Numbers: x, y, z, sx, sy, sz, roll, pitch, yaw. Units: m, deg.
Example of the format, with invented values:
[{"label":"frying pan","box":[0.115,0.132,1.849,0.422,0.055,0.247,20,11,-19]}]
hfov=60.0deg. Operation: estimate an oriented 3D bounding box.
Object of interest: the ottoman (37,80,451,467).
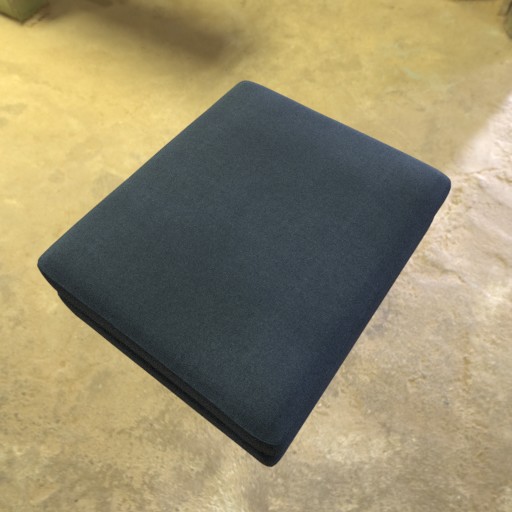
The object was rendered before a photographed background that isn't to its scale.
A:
[{"label":"ottoman","box":[0.000,0.000,1.225,0.693,0.474,0.821,32,64,18]}]
